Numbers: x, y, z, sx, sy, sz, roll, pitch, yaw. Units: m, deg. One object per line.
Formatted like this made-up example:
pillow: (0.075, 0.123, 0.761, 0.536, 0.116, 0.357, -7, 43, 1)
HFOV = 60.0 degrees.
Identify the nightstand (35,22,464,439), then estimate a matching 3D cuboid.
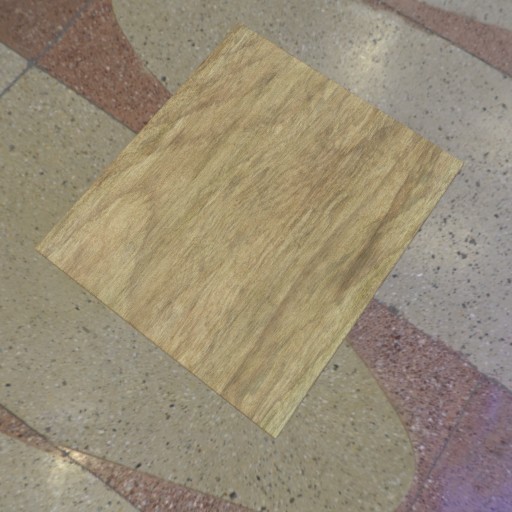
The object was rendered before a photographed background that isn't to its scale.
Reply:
nightstand: (0.000, 0.000, 0.882, 0.406, 0.559, 0.457, 36, 78, 9)
